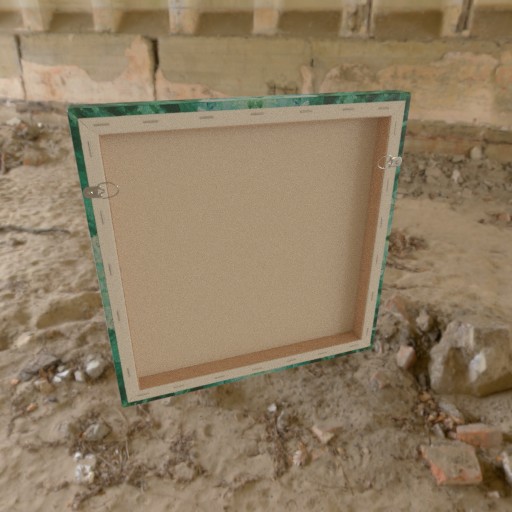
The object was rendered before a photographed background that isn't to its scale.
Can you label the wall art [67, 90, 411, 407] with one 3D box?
[{"bbox_3d":[0.000,0.000,0.750,0.507,0.508,0.038,-9,28,-17],"label":"wall art"}]
